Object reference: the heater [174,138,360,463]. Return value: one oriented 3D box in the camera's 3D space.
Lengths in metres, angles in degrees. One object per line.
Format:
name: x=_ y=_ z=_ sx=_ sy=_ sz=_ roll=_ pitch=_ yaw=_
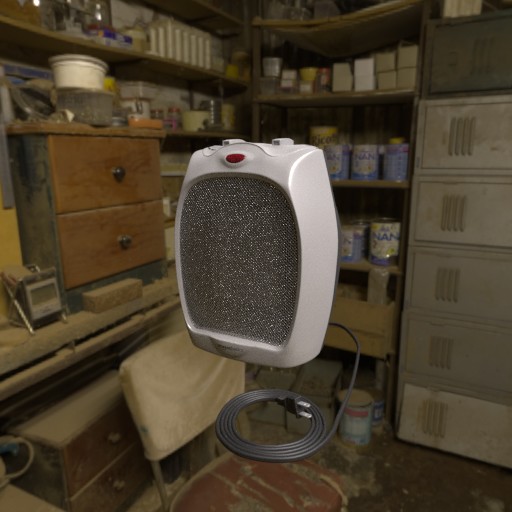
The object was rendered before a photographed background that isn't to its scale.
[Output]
heater: x=0.000 y=0.000 z=0.461 sx=0.239 sy=0.240 sz=0.291 roll=7 pitch=15 yaw=28
